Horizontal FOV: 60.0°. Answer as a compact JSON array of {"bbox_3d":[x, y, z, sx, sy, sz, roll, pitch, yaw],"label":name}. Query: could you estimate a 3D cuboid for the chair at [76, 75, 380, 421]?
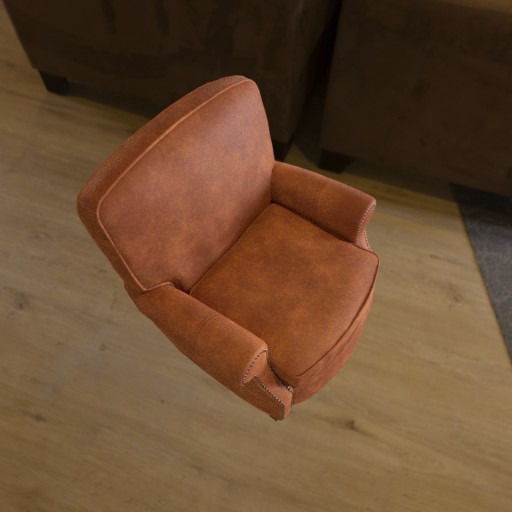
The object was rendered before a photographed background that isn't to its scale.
[{"bbox_3d":[0.000,0.000,1.762,0.986,1.018,0.936,31,62,19],"label":"chair"}]
